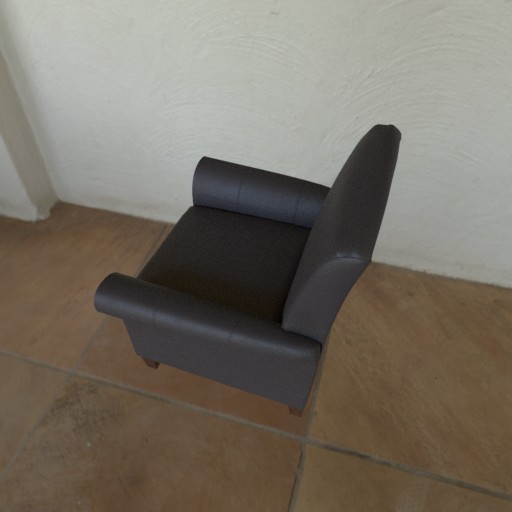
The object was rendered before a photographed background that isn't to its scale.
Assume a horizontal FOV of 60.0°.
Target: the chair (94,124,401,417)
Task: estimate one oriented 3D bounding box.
[{"bbox_3d":[0.000,0.000,1.831,0.902,1.061,0.978,14,47,14],"label":"chair"}]
